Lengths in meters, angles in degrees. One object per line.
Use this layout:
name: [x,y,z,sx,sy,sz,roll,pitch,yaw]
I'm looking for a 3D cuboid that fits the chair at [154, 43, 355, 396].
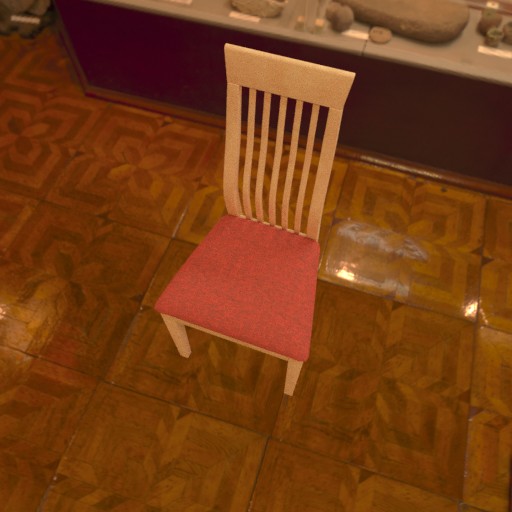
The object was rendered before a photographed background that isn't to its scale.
chair: [0.000,0.000,1.290,0.460,1.027,0.474,17,62,10]
